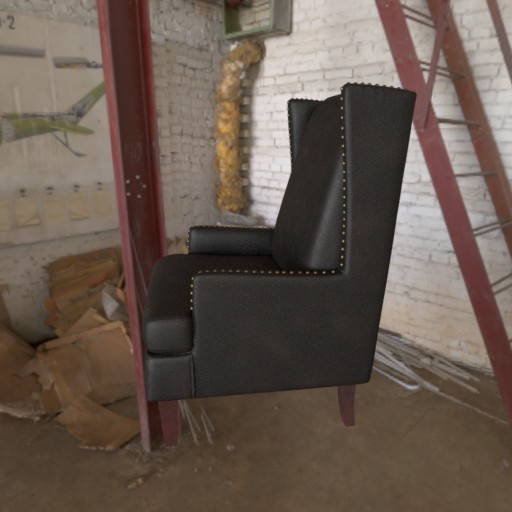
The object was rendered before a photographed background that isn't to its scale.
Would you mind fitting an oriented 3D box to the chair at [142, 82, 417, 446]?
[{"bbox_3d":[0.000,0.000,1.628,0.799,1.142,0.703,-3,16,-9],"label":"chair"}]
